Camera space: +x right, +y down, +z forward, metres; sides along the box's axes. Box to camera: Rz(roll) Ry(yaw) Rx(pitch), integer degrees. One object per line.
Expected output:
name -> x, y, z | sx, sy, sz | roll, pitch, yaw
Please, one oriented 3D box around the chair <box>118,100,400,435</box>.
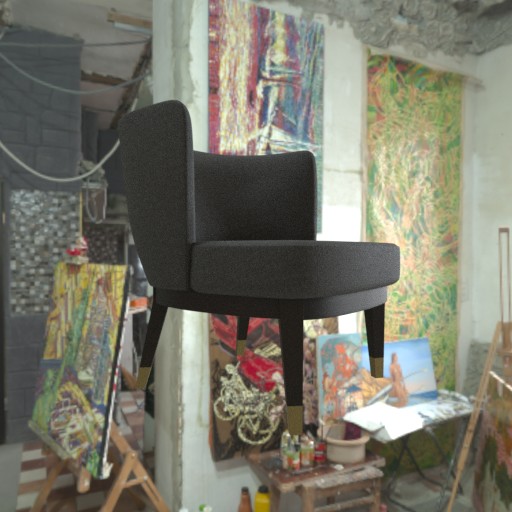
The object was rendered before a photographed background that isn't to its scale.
chair -> 0.000, 0.000, 1.222 | 0.698, 0.695, 0.639 | 1, 1, 35
